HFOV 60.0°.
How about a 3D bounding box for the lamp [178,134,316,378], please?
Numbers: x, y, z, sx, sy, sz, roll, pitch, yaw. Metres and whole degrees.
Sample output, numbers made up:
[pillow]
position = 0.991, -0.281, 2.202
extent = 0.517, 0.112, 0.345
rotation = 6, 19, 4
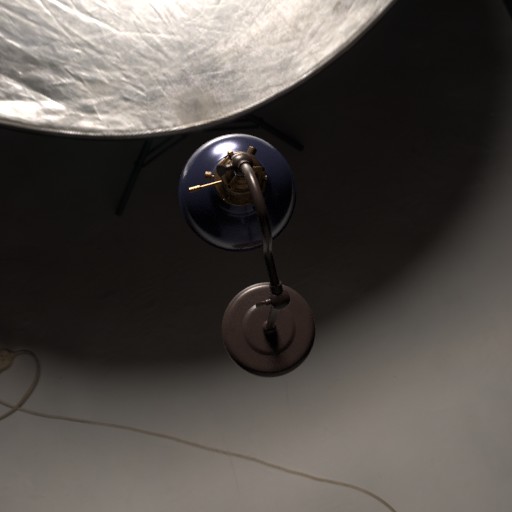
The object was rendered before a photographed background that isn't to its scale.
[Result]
[lamp]
position = 0.000, 0.000, 0.682
extent = 0.192, 0.508, 0.374
rotation = -16, 76, -4
